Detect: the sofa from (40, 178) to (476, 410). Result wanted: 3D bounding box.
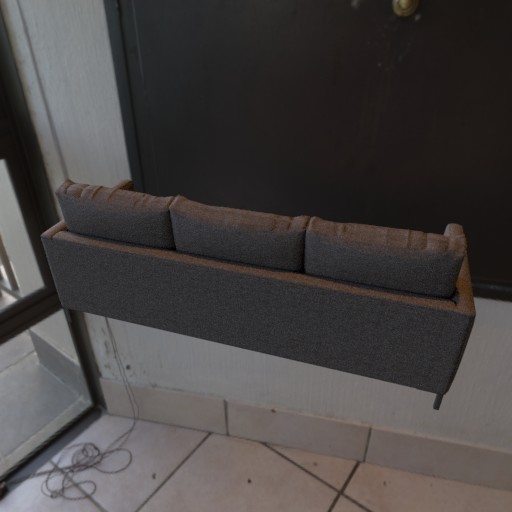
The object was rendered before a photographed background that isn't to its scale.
[{"bbox_3d":[0.000,0.000,2.589,2.253,0.882,0.876,10,34,15],"label":"sofa"}]
